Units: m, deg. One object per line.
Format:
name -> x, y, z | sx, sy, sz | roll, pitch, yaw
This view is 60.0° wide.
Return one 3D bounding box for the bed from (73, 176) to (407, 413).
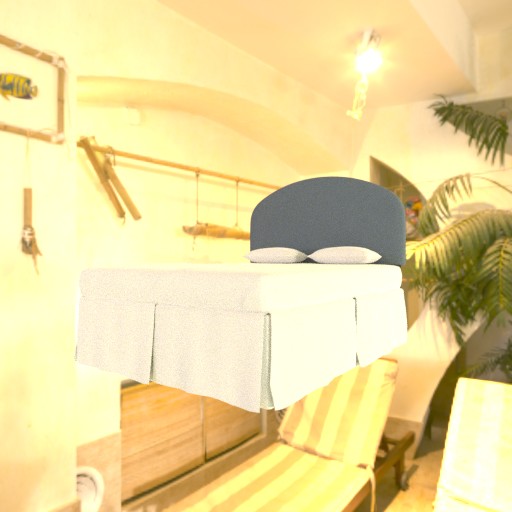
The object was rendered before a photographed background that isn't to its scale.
bed -> 0.000, 0.000, 3.200 | 1.607, 1.410, 2.005 | 0, 0, 36
